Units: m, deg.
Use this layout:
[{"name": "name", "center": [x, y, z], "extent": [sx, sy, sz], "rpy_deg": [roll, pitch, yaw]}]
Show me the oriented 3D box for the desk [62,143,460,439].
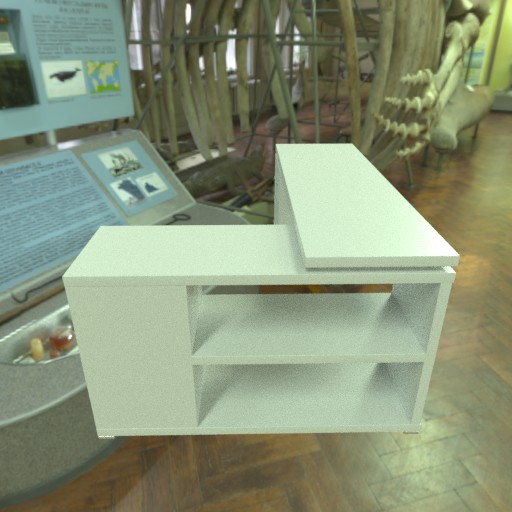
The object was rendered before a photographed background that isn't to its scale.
[{"name": "desk", "center": [0.000, 0.000, 2.170], "extent": [1.200, 0.753, 1.524], "rpy_deg": [0, 27, -1]}]
